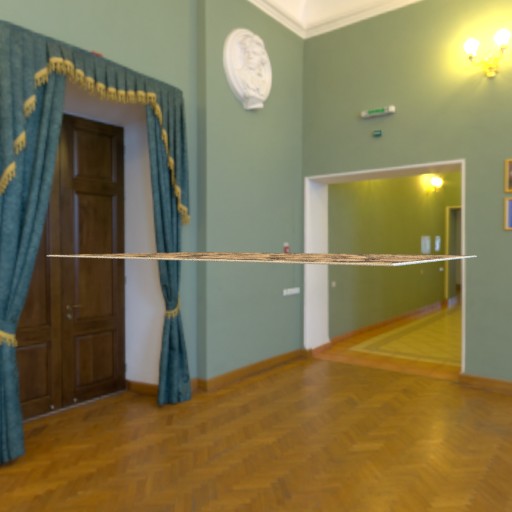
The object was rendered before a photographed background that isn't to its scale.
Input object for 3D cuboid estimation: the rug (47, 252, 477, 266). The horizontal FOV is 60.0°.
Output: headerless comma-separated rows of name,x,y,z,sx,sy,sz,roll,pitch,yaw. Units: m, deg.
rug,0.000,0.000,2.812,2.284,0.008,1.522,1,2,36
